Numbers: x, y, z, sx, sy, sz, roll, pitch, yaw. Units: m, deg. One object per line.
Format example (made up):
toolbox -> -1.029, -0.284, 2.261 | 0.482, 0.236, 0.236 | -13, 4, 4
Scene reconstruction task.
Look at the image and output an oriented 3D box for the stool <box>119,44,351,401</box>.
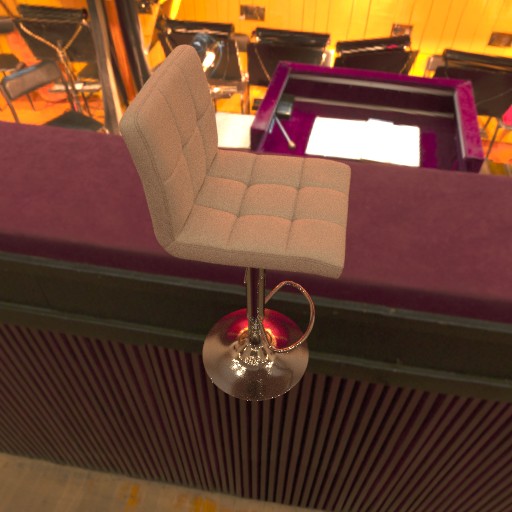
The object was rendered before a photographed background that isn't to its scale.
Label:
stool -> 0.000, 0.000, 1.380 | 0.505, 1.115, 0.430 | 8, 47, 7
